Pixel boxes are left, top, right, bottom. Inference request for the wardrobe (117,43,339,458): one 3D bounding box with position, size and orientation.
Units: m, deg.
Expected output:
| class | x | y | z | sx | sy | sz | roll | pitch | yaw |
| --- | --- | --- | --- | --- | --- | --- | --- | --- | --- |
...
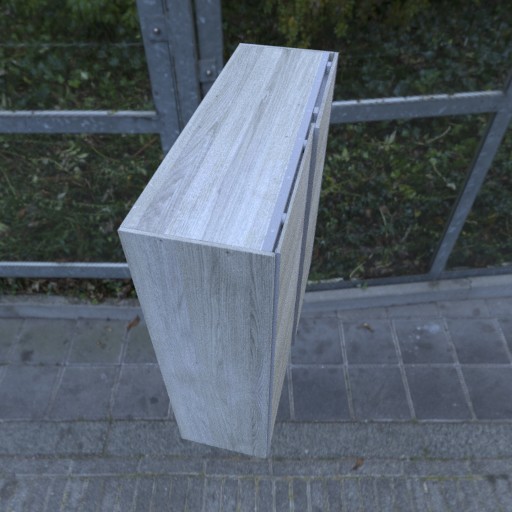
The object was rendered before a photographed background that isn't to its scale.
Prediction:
| class | x | y | z | sx | sy | sz | roll | pitch | yaw |
| --- | --- | --- | --- | --- | --- | --- | --- | --- | --- |
| wardrobe | 0.000 | 0.000 | 2.876 | 0.629 | 1.960 | 1.780 | 10 | 47 | 9 |
